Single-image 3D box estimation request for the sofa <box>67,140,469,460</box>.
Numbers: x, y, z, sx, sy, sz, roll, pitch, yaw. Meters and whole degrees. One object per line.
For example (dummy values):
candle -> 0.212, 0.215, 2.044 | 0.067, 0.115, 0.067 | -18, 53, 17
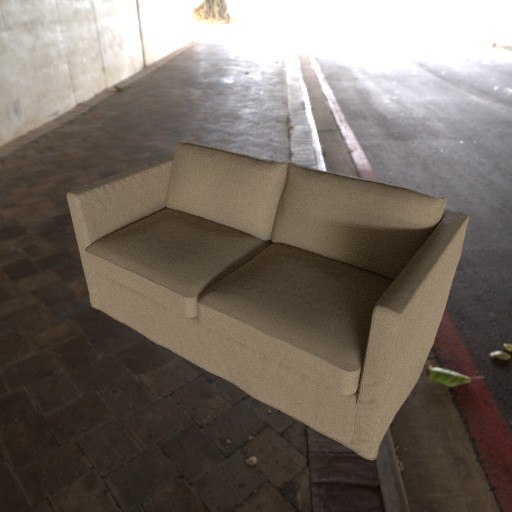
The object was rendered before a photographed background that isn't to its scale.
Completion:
sofa -> 0.000, 0.000, 2.263 | 1.766, 0.828, 0.956 | 20, 36, 30
